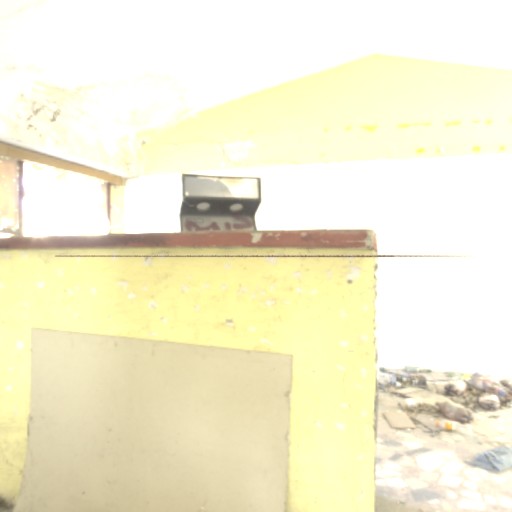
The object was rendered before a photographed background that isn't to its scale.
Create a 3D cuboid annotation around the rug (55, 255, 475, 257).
[{"bbox_3d":[0.000,0.000,3.038,2.464,0.010,1.549,0,0,37],"label":"rug"}]
